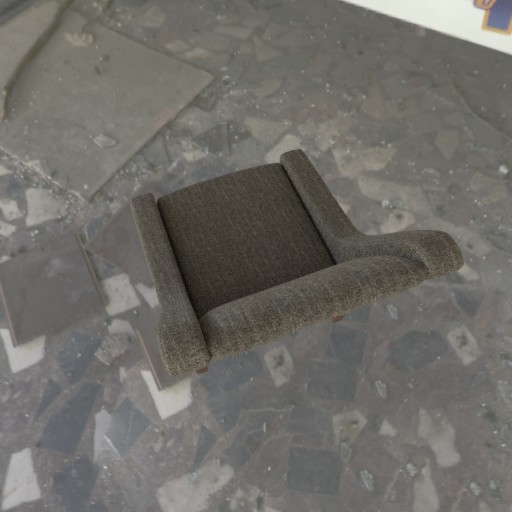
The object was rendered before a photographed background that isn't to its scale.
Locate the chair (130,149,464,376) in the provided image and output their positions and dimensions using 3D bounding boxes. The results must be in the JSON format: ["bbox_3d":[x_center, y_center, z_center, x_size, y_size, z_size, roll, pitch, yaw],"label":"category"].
[{"bbox_3d":[0.000,0.000,1.682,0.793,1.012,0.944,-19,62,-10],"label":"chair"}]
